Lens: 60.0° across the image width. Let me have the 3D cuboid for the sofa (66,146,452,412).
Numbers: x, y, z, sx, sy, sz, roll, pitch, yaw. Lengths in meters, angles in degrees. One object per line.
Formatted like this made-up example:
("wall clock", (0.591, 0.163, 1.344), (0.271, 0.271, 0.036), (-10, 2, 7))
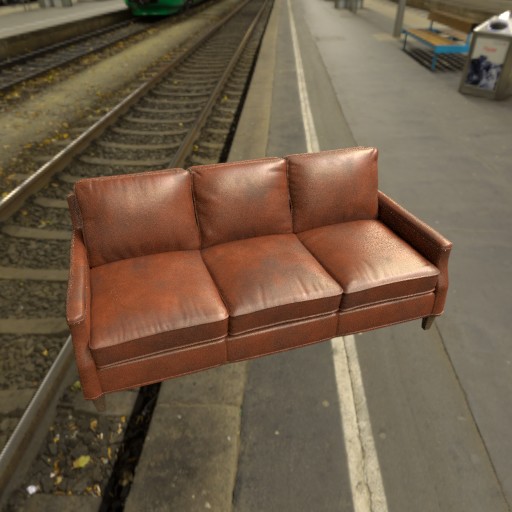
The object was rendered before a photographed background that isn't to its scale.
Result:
("sofa", (0.000, 0.000, 2.831), (2.240, 1.003, 1.084), (-10, 34, -15))
